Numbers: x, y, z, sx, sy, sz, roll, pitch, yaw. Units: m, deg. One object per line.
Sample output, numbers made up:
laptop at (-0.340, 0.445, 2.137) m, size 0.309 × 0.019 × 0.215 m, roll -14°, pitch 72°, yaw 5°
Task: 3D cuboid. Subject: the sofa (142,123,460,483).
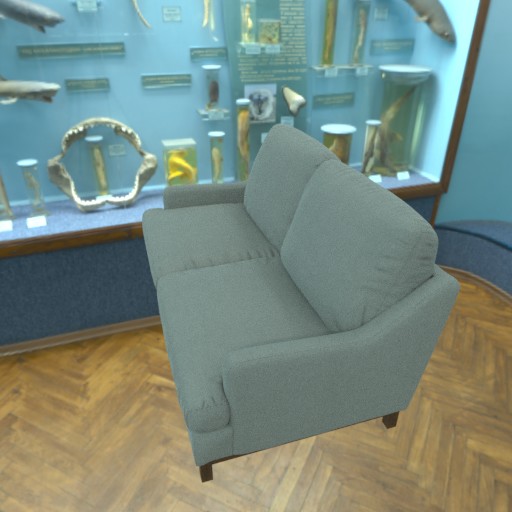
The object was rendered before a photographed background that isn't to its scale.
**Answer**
sofa at (0.000, 0.000, 2.129) m, size 0.987 × 0.921 × 1.589 m, roll -9°, pitch 32°, yaw -15°
